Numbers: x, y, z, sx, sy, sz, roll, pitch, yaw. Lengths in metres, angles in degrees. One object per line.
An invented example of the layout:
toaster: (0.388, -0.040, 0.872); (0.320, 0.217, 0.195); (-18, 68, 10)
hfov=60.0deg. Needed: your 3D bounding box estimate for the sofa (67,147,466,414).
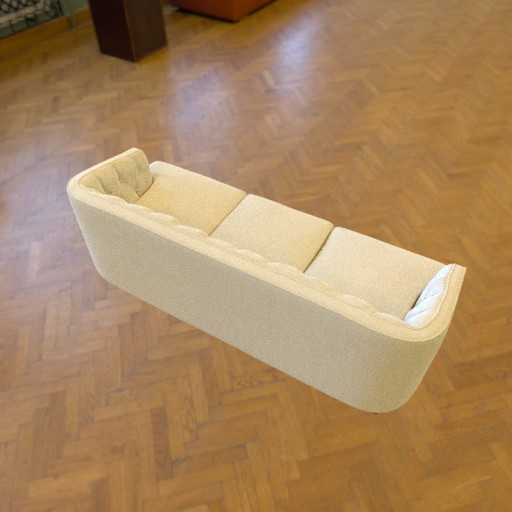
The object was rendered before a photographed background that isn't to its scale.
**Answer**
sofa: (0.000, 0.000, 2.716); (2.278, 0.855, 0.941); (23, 51, 20)
